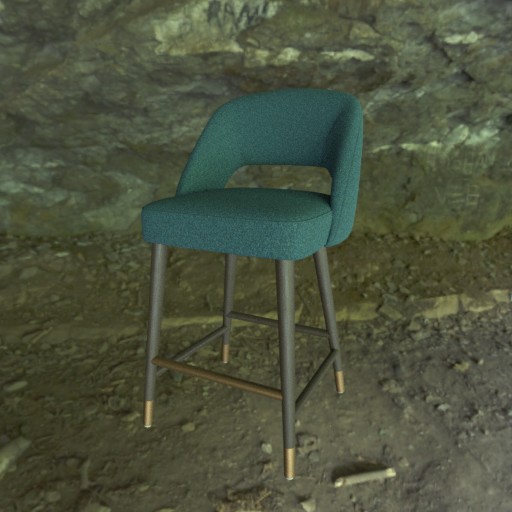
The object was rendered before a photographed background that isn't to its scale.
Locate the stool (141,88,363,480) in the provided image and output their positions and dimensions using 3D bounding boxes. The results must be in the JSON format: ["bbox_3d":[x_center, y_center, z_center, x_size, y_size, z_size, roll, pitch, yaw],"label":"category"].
[{"bbox_3d":[0.000,0.000,1.261,0.536,0.939,0.522,7,16,26],"label":"stool"}]
